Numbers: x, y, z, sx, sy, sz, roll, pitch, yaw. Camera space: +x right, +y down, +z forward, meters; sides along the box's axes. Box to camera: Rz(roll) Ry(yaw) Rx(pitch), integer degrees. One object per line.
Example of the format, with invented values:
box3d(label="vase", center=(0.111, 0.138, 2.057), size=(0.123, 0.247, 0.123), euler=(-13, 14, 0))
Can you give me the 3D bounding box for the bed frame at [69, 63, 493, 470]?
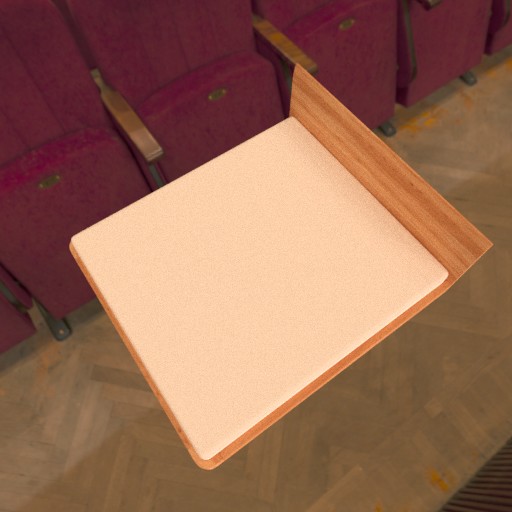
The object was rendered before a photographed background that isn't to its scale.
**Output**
box3d(label="bed frame", center=(0.000, 0.000, 3.089), size=(2.092, 0.940, 1.872), euler=(-32, 68, -15))
